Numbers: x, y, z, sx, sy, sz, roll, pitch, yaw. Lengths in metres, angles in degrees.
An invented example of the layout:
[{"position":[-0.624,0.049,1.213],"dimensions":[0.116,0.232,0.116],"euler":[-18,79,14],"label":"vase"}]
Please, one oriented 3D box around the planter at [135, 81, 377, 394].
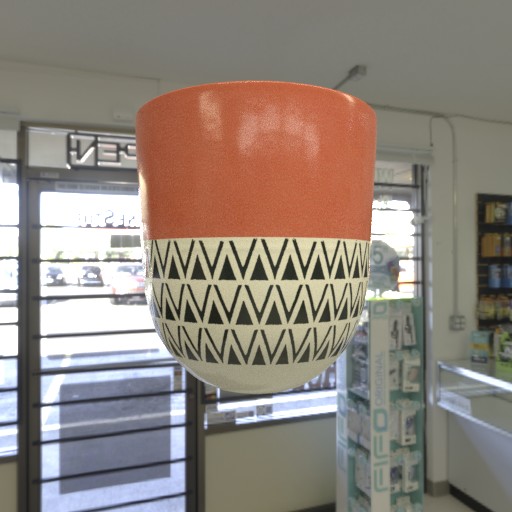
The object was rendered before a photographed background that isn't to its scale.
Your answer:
[{"position":[0.000,0.000,0.368],"dimensions":[0.195,0.214,0.195],"euler":[0,-1,0],"label":"planter"}]
